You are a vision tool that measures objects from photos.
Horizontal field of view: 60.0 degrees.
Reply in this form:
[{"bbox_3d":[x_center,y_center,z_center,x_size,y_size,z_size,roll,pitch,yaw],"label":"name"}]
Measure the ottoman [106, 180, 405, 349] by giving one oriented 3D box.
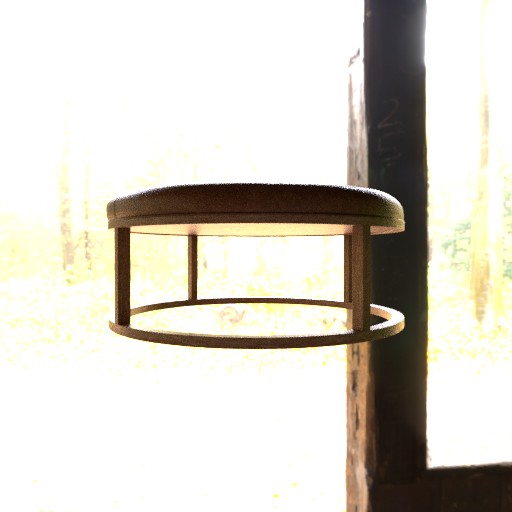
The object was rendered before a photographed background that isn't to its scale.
[{"bbox_3d":[0.000,0.000,1.570,1.006,0.445,1.006,0,1,0],"label":"ottoman"}]
